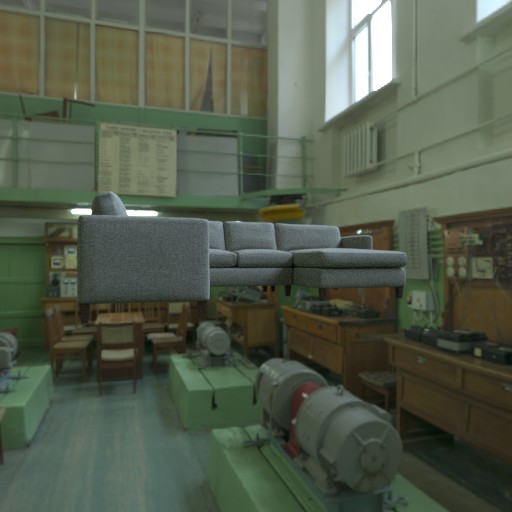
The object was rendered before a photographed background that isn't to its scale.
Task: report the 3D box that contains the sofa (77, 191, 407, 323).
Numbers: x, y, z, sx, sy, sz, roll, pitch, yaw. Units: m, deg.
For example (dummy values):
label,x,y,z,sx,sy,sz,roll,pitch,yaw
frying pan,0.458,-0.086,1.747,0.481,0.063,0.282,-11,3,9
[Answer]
label,x,y,z,sx,sy,sz,roll,pitch,yaw
sofa,0.000,0.000,4.764,3.460,0.959,2.593,0,-1,-19
